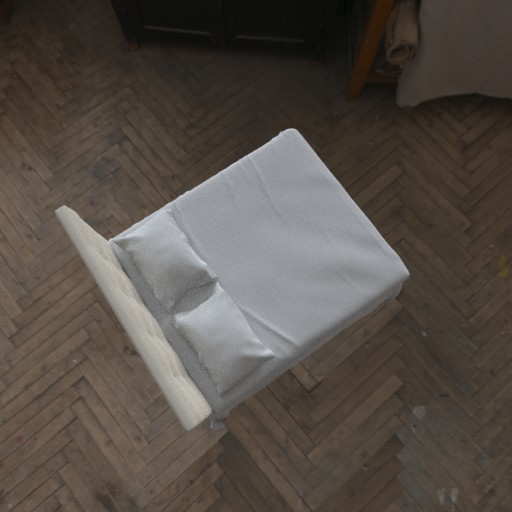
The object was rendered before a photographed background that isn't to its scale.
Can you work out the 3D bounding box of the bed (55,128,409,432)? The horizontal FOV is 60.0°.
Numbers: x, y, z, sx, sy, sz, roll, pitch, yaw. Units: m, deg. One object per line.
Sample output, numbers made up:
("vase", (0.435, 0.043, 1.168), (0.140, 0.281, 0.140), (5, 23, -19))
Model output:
("bed", (0.000, 0.000, 3.575), (2.222, 1.577, 1.936), (-33, 77, -8))
